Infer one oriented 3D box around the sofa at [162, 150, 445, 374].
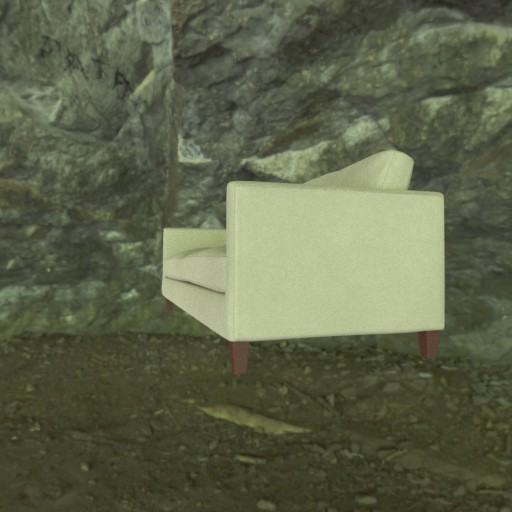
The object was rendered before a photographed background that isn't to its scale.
[{"bbox_3d":[0.000,0.000,2.865,0.988,0.912,2.404,0,-1,-18],"label":"sofa"}]
